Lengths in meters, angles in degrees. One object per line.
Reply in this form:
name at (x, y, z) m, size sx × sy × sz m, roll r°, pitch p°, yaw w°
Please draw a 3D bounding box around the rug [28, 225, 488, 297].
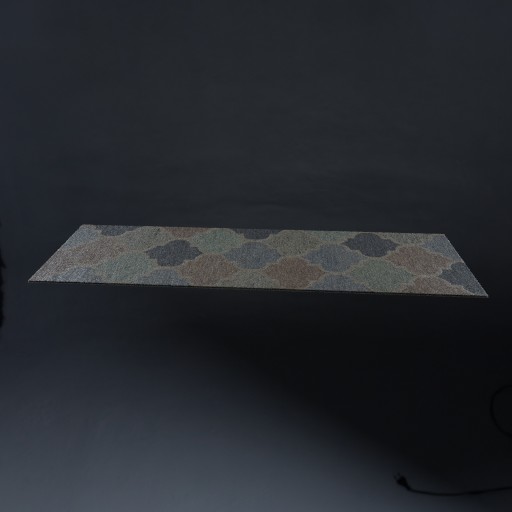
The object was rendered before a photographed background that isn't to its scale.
rug at (0.000, 0.000, 2.498) m, size 2.287 × 0.011 × 0.687 m, roll 2°, pitch 29°, yaw 3°
